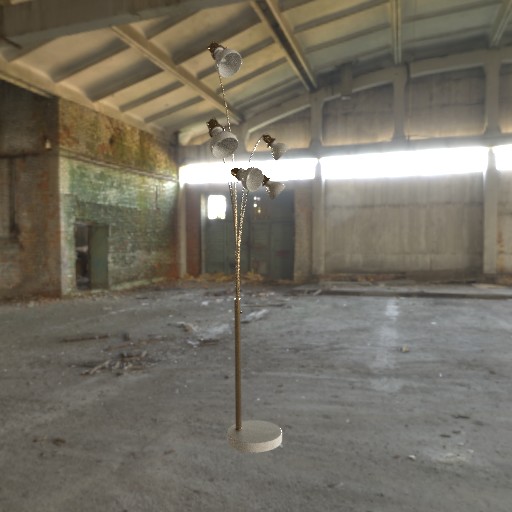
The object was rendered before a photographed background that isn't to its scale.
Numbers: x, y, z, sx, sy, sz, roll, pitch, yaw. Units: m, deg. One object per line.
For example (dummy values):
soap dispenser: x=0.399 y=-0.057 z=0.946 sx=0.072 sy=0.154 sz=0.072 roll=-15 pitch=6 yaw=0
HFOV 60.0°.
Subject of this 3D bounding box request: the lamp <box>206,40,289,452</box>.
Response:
lamp: x=0.000 y=0.000 z=2.921 sx=0.361 sy=2.423 sz=1.405 roll=0 pitch=1 yaw=18
